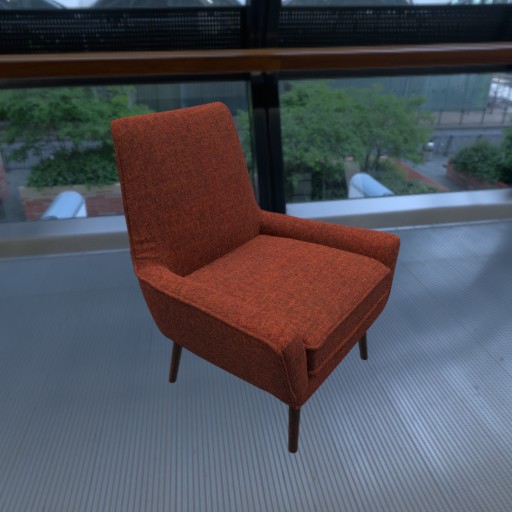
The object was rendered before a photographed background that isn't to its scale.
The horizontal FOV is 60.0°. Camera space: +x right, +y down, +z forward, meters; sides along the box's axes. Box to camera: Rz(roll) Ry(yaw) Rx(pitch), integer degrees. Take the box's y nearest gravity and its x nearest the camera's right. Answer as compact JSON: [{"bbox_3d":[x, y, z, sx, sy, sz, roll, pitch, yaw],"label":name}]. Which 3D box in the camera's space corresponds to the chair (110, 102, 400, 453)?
[{"bbox_3d":[0.000,0.000,1.515,0.784,0.911,0.803,18,31,32],"label":"chair"}]
